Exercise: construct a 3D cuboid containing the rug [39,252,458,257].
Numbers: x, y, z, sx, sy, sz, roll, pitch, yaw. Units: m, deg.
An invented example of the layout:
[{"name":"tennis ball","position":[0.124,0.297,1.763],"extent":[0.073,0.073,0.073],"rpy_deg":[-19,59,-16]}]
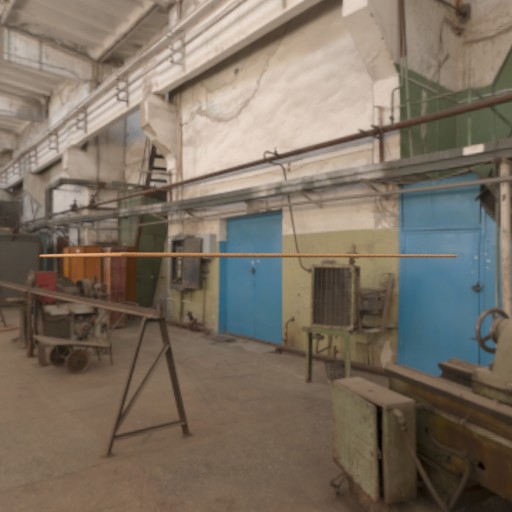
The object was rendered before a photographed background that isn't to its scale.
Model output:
[{"name":"rug","position":[0.000,0.000,2.094],"extent":[1.678,0.013,1.078],"rpy_deg":[0,0,-37]}]
